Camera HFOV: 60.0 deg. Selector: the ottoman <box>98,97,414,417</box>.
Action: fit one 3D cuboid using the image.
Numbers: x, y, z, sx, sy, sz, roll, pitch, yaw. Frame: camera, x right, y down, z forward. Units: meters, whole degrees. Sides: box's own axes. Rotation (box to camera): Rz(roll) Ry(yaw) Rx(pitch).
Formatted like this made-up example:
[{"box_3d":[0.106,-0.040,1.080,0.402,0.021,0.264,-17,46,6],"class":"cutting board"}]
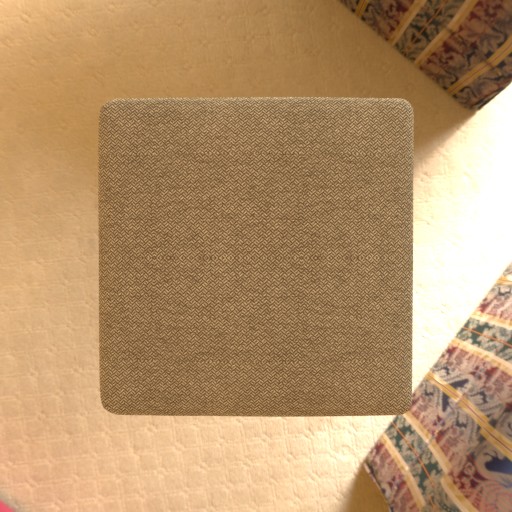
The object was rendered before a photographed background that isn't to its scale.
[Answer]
[{"box_3d":[0.000,0.000,0.896,0.512,0.453,0.519,0,91,0],"class":"ottoman"}]
